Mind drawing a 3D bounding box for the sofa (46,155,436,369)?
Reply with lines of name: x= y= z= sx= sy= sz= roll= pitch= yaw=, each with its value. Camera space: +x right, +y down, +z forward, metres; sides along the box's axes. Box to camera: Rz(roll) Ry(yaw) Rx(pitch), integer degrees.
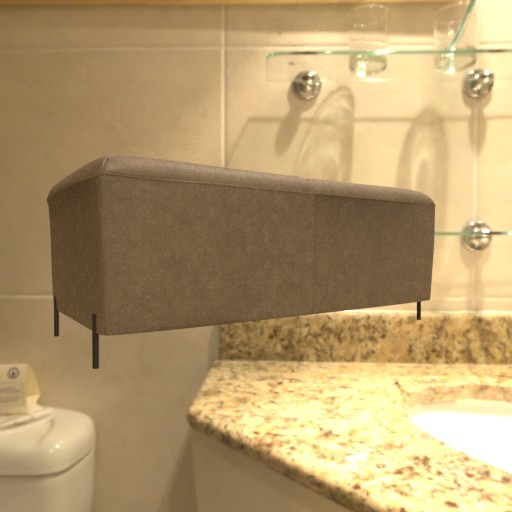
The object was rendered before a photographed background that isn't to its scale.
sofa: x=0.000 y=0.000 z=2.322 sx=1.878 sy=0.747 sz=0.905 roll=-1 pitch=1 yaw=-35
